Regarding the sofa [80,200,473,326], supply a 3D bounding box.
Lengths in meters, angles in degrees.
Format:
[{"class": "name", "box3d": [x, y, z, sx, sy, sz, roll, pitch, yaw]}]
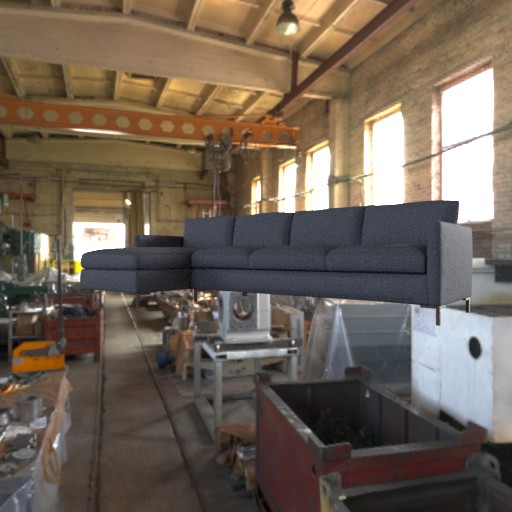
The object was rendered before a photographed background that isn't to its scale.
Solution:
[{"class": "sofa", "box3d": [0.000, 0.000, 2.938, 2.445, 0.673, 1.125, 0, 0, 38]}]
